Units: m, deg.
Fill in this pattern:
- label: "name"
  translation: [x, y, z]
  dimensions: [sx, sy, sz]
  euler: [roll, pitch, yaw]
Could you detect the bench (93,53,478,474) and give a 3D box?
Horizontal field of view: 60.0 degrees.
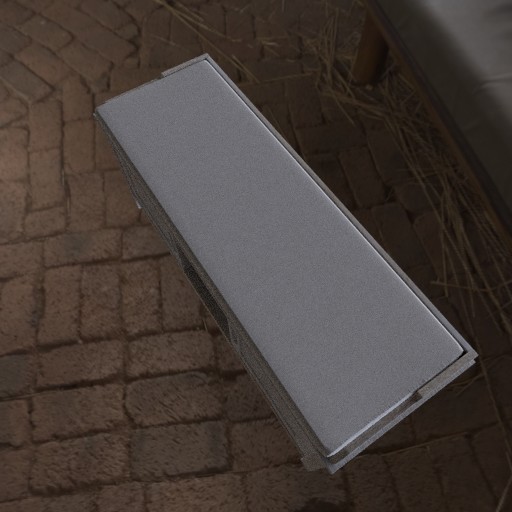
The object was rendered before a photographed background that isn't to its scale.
- label: "bench"
  translation: [0.000, 0.000, 1.318]
  dimensions: [0.398, 0.501, 1.140]
  euler: [-31, 67, -15]
